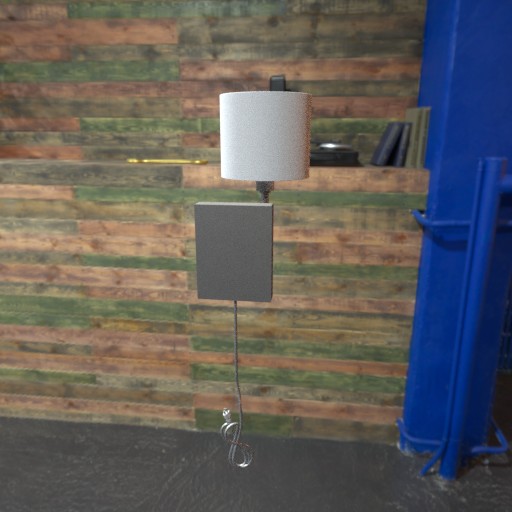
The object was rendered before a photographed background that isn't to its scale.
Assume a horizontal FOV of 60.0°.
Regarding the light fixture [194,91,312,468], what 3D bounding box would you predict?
[{"bbox_3d":[0.000,0.000,0.920,0.203,0.651,0.516,2,16,8],"label":"light fixture"}]
